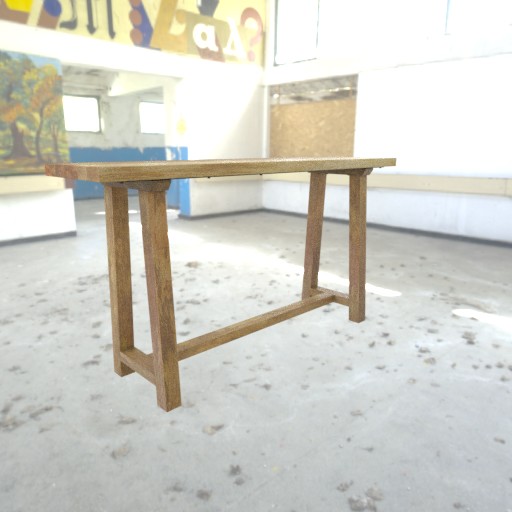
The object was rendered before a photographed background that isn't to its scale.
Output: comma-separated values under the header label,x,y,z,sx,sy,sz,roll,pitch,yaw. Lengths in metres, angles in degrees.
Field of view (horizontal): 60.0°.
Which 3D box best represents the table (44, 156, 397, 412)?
label,x,y,z,sx,sy,sz,roll,pitch,yaw
table,0.000,0.000,1.913,1.524,0.810,0.405,-13,19,-42
